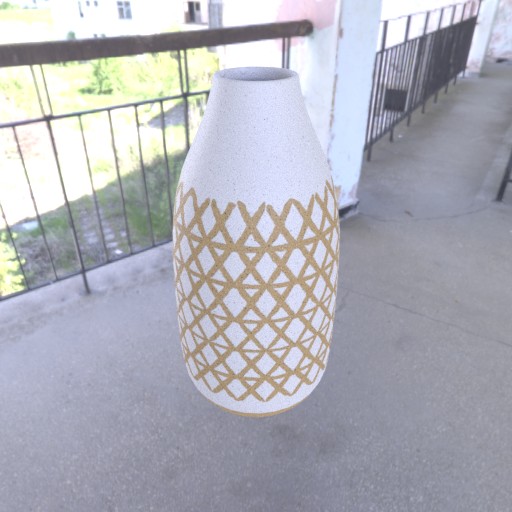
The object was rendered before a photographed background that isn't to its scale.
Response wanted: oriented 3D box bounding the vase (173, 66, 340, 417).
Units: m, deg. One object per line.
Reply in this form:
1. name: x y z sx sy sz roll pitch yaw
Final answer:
1. vase: 0.000 0.000 0.491 0.186 0.380 0.186 0 32 0
